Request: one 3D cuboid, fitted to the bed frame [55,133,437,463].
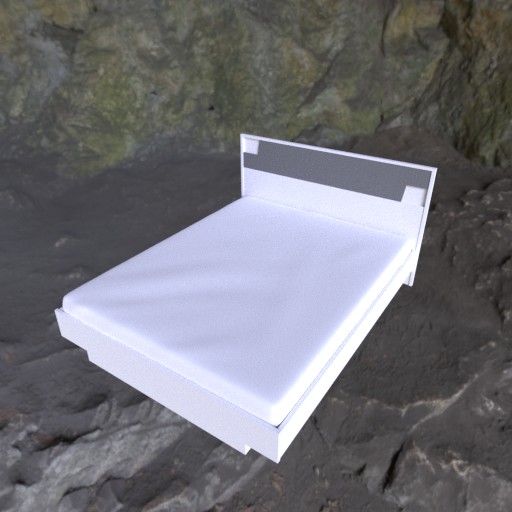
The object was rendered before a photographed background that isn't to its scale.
[{"bbox_3d":[0.000,0.000,3.080,1.711,1.001,2.100,19,35,29],"label":"bed frame"}]
